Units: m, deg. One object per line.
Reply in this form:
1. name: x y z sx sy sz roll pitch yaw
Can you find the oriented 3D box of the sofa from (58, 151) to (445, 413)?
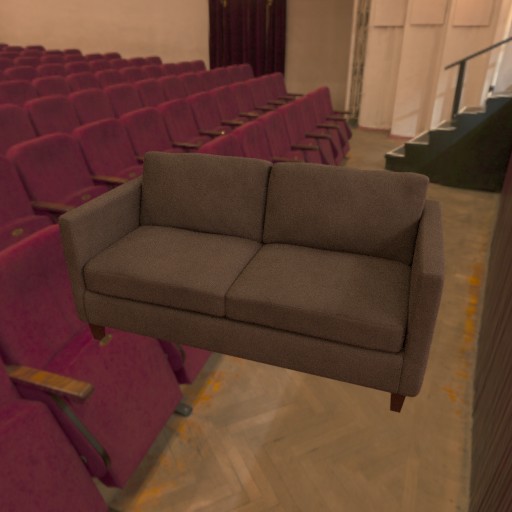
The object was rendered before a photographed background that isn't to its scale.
1. sofa: 0.000 0.000 2.482 1.884 0.963 0.950 9 28 17
